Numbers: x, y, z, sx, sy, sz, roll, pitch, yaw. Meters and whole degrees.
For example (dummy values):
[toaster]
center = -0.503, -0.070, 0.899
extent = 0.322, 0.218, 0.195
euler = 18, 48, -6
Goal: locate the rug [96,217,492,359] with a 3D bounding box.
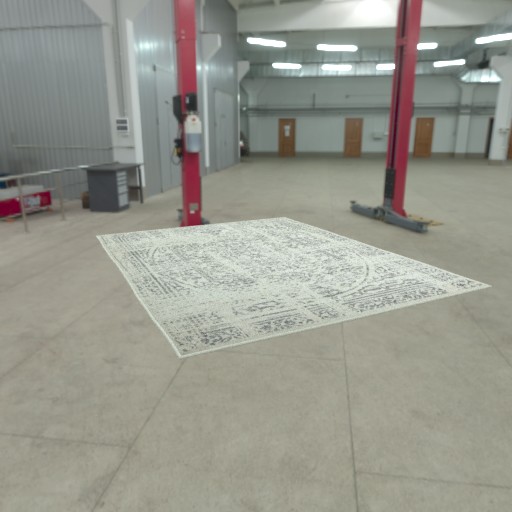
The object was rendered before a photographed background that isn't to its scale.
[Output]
[rug]
center = 0.000, 0.000, 3.902
extent = 2.311, 0.032, 2.921
euler = -8, 18, -26
